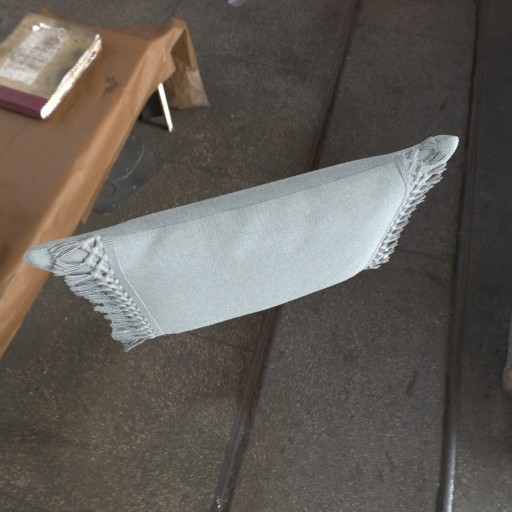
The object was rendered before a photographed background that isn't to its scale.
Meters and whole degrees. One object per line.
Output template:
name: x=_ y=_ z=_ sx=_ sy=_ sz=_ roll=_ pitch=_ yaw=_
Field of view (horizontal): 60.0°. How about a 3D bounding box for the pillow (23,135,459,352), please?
pillow: x=0.000 y=0.000 z=0.582 sx=0.466 sy=0.305 sz=0.084 roll=-16 pitch=65 yaw=-8
